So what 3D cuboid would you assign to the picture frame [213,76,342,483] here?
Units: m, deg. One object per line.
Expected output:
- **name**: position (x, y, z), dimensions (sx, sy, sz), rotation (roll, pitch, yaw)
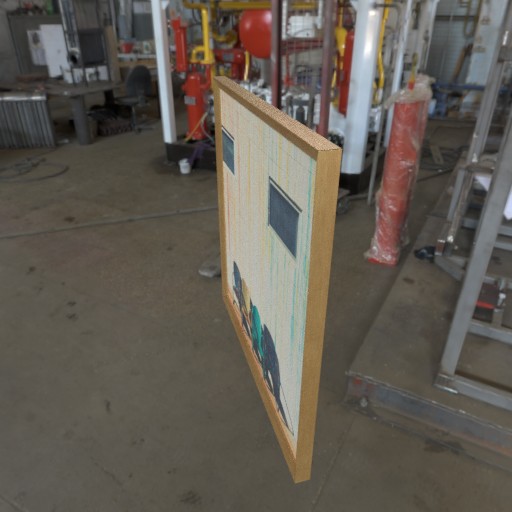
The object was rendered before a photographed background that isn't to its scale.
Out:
- **picture frame**: position (0.000, 0.000, 1.132), dimensions (0.037, 0.761, 0.758), rotation (-8, 31, -14)
